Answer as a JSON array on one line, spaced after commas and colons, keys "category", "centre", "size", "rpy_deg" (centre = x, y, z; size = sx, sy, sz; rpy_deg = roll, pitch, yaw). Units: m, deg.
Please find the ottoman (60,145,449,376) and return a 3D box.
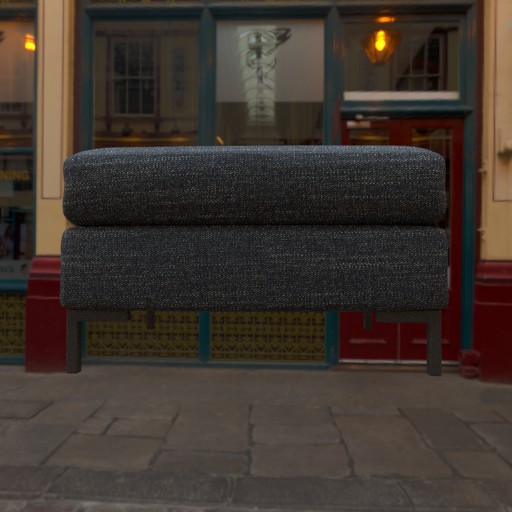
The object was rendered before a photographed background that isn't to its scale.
[{"category": "ottoman", "centre": [0.000, 0.000, 1.214], "size": [0.814, 0.491, 0.667], "rpy_deg": [0, -1, 2]}]
